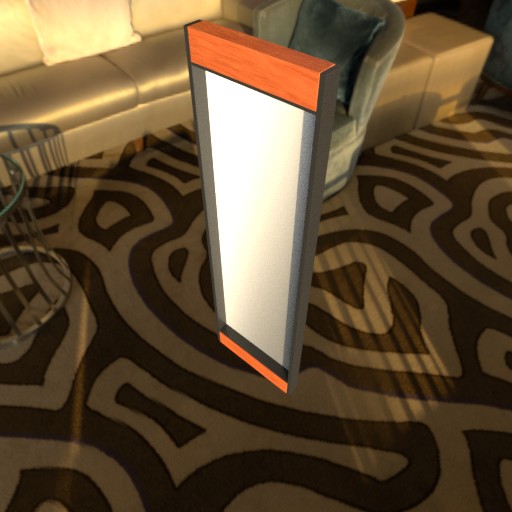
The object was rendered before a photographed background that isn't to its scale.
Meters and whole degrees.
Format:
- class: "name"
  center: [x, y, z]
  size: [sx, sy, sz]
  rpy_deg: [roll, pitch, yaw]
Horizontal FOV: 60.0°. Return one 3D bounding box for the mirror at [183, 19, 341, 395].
- class: "mirror"
  center: [0.000, 0.000, 1.216]
  size: [0.343, 1.123, 0.047]
  rpy_deg: [32, 54, 27]
